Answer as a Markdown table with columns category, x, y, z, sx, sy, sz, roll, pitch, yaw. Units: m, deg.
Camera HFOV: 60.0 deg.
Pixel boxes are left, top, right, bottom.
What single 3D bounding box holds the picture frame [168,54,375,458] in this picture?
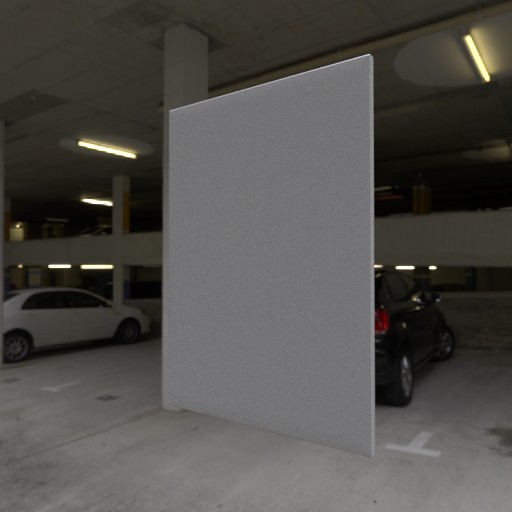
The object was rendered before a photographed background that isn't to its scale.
| category | x | y | z | sx | sy | sz | roll | pitch | yaw |
| --- | --- | --- | --- | --- | --- | --- | --- | --- | --- |
| picture frame | 0.000 | 0.000 | 0.699 | 0.381 | 0.534 | 0.012 | -1 | -1 | 35 |
